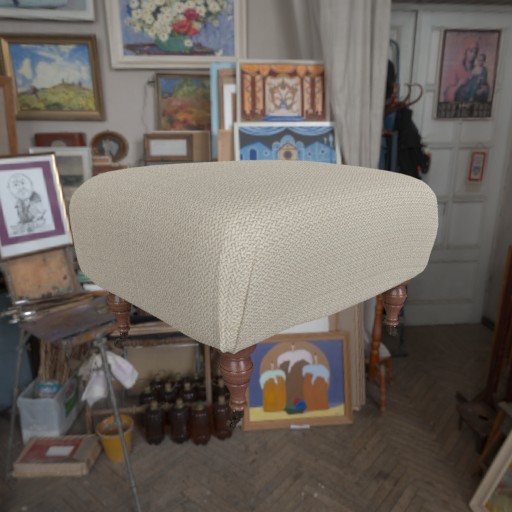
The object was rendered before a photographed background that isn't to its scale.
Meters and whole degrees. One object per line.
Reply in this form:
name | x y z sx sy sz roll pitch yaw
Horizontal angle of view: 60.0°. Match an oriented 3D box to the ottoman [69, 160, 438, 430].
ottoman | 0.000 0.000 1.070 0.684 0.447 0.622 -14 21 -41
